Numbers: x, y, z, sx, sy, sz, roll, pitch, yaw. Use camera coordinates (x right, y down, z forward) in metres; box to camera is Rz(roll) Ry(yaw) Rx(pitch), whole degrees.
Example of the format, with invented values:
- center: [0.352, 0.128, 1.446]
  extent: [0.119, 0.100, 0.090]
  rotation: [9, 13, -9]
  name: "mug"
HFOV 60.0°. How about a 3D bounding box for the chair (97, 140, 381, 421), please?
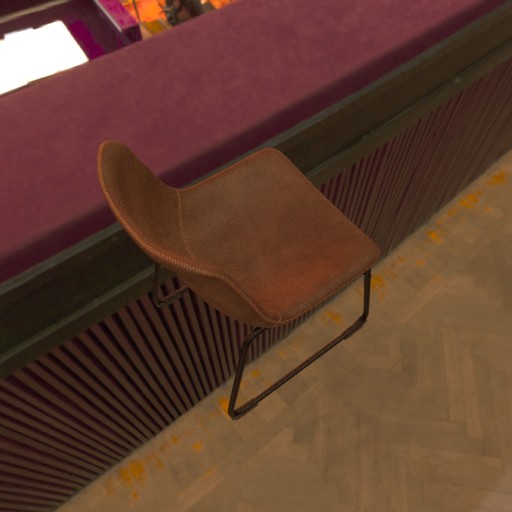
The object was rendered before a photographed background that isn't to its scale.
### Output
- center: [0.000, 0.000, 1.121]
  extent: [0.551, 0.780, 0.460]
  rotation: [-32, 64, -18]
  name: "chair"
